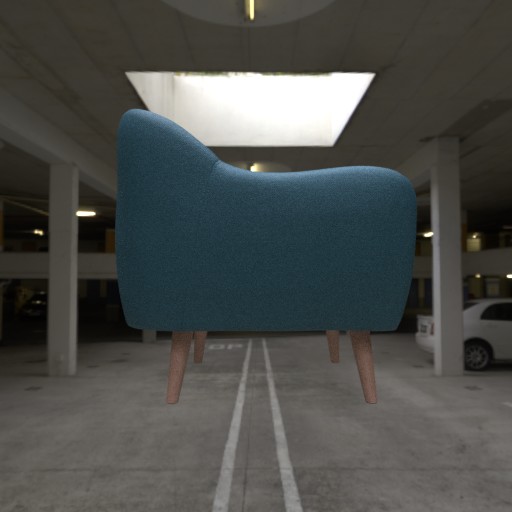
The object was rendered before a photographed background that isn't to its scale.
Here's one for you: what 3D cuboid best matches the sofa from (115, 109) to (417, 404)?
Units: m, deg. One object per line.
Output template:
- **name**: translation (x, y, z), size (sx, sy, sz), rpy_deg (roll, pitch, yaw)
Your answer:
- **sofa**: translation (0.000, 0.000, 1.495), size (0.825, 0.817, 0.836), rpy_deg (0, -2, 0)
